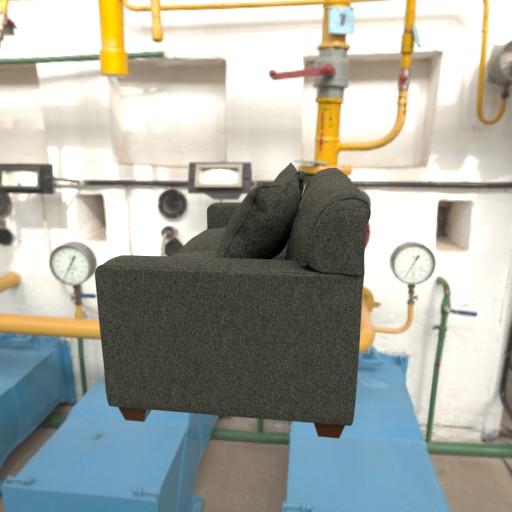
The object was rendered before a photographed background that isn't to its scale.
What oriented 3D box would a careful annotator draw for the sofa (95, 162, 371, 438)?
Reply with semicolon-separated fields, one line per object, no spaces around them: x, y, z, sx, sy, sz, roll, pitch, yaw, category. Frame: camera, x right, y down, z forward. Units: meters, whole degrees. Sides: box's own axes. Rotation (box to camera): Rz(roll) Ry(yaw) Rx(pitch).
0.000;0.000;2.438;0.998;0.958;1.846;2;14;8;sofa
